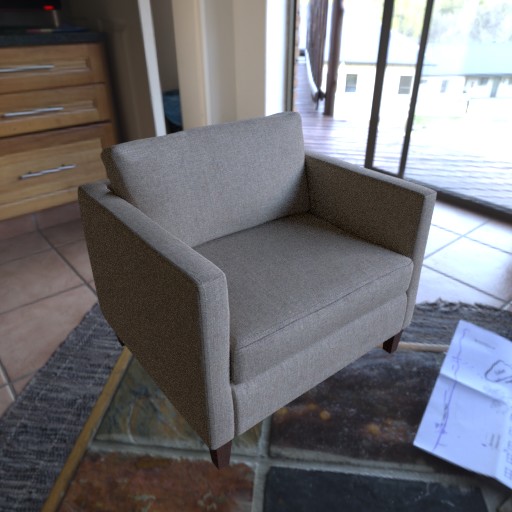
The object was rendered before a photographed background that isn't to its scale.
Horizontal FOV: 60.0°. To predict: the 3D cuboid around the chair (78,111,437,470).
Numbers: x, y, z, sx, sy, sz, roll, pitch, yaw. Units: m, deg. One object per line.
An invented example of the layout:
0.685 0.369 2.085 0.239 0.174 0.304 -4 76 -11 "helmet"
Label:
0.000 0.000 1.848 1.107 0.987 0.959 -21 36 -33 "chair"
